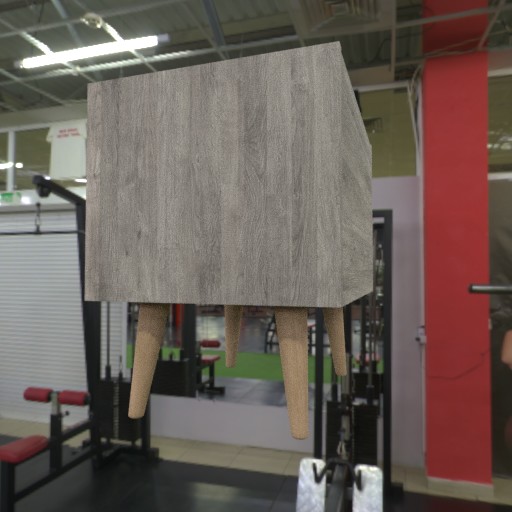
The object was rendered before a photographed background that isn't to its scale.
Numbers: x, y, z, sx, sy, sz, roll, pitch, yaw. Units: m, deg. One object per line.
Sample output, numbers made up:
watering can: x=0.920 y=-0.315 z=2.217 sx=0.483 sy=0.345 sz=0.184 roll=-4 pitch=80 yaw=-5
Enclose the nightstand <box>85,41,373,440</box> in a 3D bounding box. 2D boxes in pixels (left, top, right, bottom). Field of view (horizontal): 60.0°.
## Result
nightstand: x=0.000 y=0.000 z=0.816 sx=0.380 sy=0.500 sz=0.480 roll=-1 pitch=-2 yaw=19
